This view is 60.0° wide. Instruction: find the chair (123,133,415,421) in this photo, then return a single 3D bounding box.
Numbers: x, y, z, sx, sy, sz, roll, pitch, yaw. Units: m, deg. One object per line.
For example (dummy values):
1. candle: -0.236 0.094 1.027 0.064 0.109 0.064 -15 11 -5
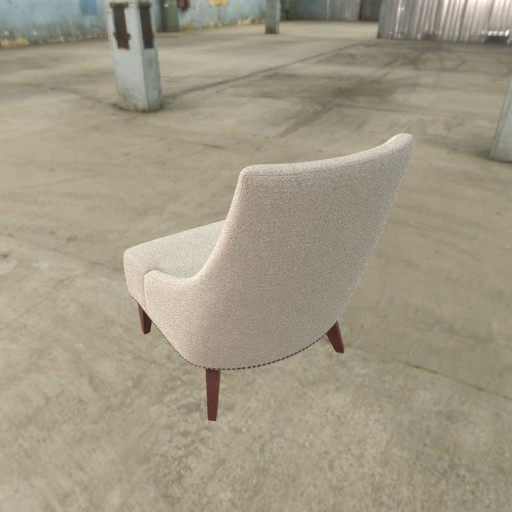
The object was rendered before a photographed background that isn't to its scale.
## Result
1. chair: 0.000 0.000 1.528 0.701 0.909 0.861 -19 34 -29
